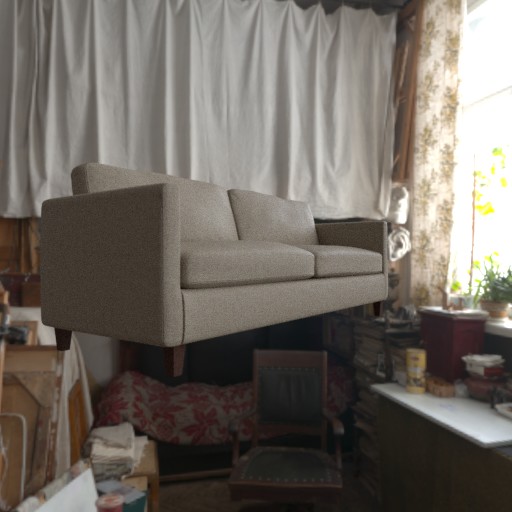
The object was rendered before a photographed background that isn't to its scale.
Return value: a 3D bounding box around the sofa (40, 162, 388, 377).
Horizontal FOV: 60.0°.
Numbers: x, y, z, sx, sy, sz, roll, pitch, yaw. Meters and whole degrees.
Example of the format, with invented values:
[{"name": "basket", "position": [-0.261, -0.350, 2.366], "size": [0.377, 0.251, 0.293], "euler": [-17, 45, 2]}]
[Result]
[{"name": "sofa", "position": [0.000, 0.000, 2.919], "size": [0.951, 0.965, 2.434], "euler": [0, 0, 36]}]
